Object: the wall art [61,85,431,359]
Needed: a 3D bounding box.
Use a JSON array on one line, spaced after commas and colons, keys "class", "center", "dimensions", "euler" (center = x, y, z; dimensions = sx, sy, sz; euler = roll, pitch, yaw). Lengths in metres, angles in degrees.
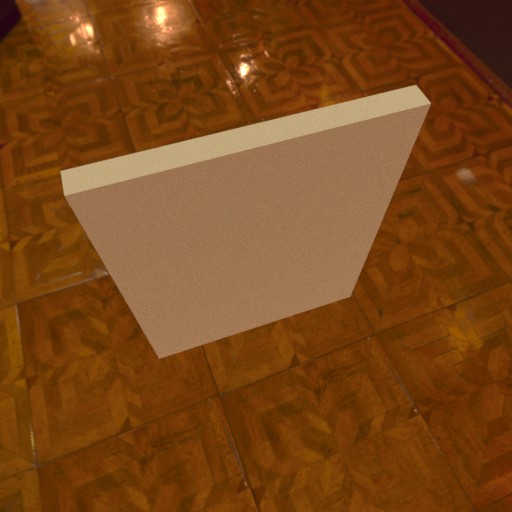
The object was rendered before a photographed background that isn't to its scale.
[{"class": "wall art", "center": [0.000, 0.000, 0.763], "dimensions": [0.451, 0.553, 0.039], "euler": [-16, 60, -10]}]
